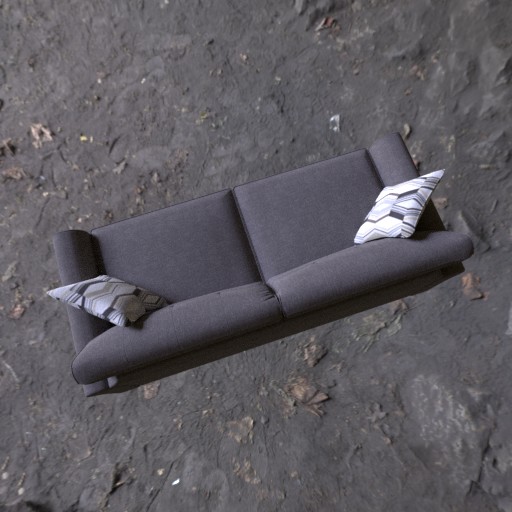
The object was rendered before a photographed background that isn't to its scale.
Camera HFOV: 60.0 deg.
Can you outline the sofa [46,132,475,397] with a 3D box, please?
[{"bbox_3d":[0.000,0.000,2.425,2.032,0.813,0.889,-17,74,-5],"label":"sofa"}]
